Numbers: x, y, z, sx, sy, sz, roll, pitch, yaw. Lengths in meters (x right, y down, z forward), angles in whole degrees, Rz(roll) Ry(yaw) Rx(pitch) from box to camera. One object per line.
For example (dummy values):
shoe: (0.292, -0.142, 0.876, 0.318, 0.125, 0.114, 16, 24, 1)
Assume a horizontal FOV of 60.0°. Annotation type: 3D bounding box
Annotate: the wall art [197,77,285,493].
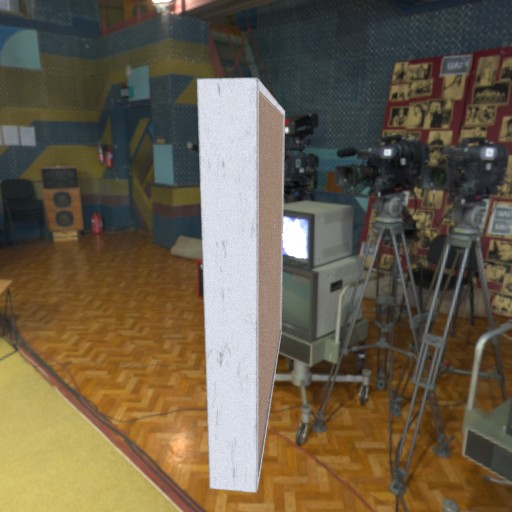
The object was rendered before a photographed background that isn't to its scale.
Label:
wall art: (0.000, 0.000, 0.458, 0.038, 0.305, 0.305, 2, 15, 7)
